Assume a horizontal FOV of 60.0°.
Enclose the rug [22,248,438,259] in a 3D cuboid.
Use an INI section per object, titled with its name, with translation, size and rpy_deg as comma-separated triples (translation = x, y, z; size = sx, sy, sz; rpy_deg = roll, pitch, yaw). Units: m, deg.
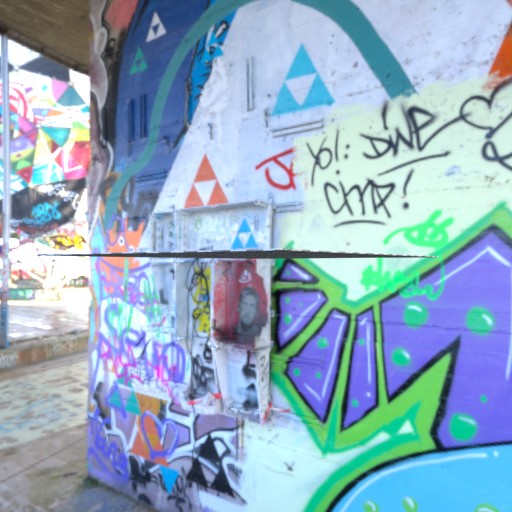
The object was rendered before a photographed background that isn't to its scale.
[rug]
translation = 0.000, 0.000, 4.031
size = 2.432, 0.013, 3.021
rpy_deg = -1, -1, 36
